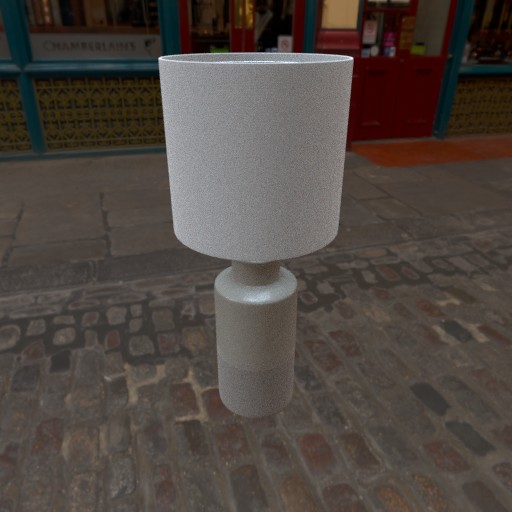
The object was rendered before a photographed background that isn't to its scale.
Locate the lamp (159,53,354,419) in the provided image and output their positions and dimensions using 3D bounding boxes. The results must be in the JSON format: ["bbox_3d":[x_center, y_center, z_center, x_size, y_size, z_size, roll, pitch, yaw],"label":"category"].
[{"bbox_3d":[0.000,0.000,0.601,0.212,0.493,0.212,-8,28,-16],"label":"lamp"}]
